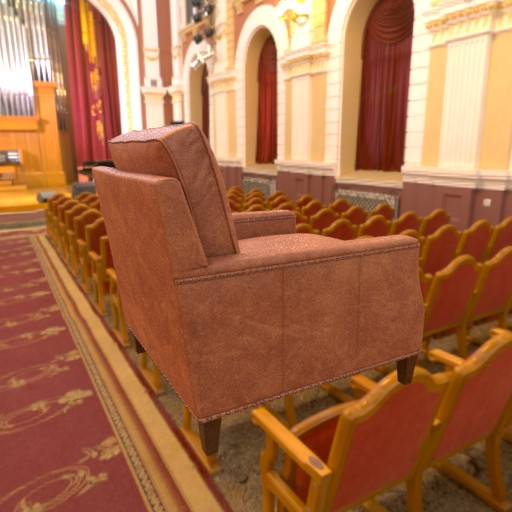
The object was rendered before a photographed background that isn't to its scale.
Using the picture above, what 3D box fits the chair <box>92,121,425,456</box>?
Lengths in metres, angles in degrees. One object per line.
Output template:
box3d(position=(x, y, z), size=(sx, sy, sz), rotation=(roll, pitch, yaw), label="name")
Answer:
box3d(position=(0.000, 0.000, 1.707), size=(1.014, 0.943, 0.853), rotation=(-8, 16, -29), label="chair")
